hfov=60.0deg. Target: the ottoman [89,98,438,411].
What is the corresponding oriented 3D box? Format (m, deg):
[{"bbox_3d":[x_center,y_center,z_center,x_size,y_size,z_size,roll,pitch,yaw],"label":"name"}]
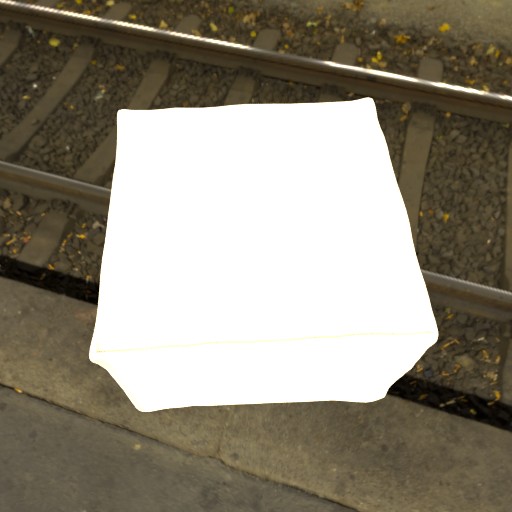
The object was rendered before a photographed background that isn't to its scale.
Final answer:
[{"bbox_3d":[0.000,0.000,1.175,0.696,0.470,0.707,-3,59,-2],"label":"ottoman"}]
